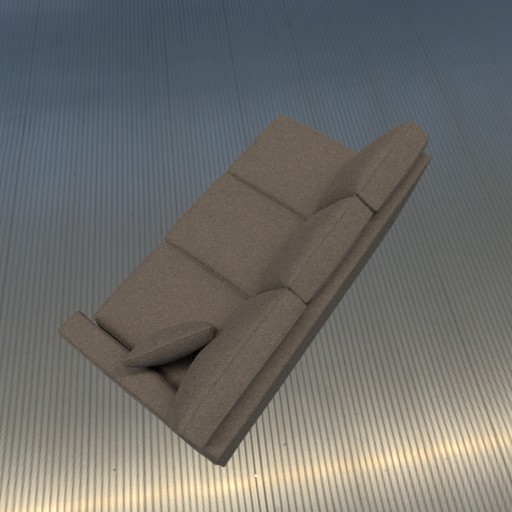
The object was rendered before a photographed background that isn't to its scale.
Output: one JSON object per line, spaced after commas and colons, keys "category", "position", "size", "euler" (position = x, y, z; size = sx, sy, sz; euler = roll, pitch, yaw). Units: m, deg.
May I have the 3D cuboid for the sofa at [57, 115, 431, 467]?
{"category": "sofa", "position": [0.000, 0.000, 2.520], "size": [1.034, 0.946, 1.963], "euler": [34, 68, 15]}
